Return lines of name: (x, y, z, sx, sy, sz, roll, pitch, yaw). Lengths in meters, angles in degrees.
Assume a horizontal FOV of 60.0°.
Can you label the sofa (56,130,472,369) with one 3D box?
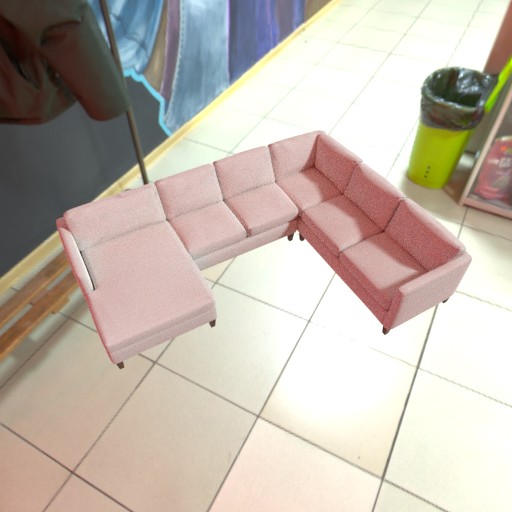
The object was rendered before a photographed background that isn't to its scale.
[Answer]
sofa: (0.000, 0.000, 4.658, 3.459, 0.956, 2.593, -22, 51, -19)
